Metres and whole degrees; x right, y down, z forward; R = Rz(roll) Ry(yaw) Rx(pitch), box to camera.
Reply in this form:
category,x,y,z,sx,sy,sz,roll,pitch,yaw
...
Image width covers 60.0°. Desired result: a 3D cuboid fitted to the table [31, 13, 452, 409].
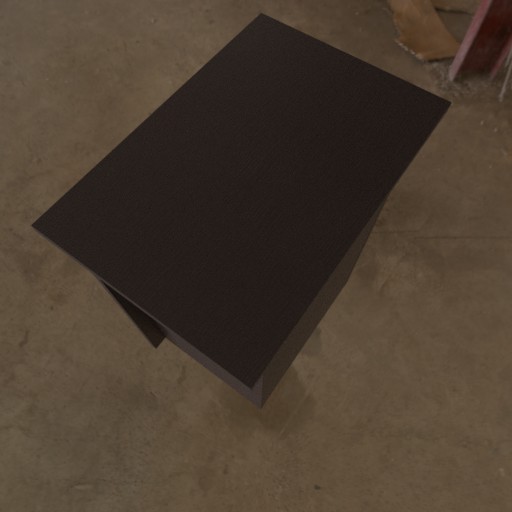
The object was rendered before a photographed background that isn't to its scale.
category,x,y,z,sx,sy,sz,roll,pitch,yaw
table,0.000,0.000,1.029,0.408,0.711,0.589,33,68,15
